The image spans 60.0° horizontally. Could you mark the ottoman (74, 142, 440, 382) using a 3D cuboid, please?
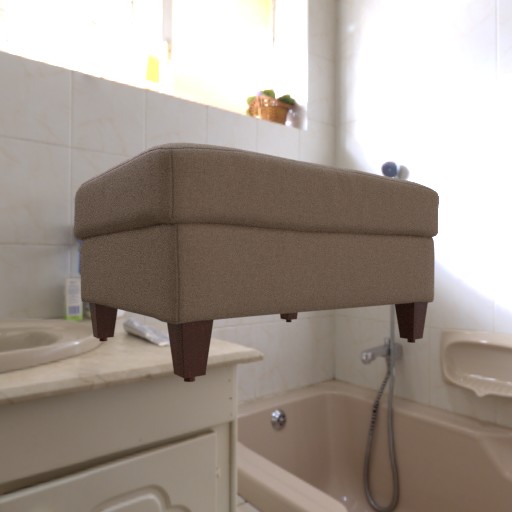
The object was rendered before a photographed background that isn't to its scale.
[{"bbox_3d":[0.000,0.000,1.328,0.902,0.511,0.692,1,-1,-36],"label":"ottoman"}]
